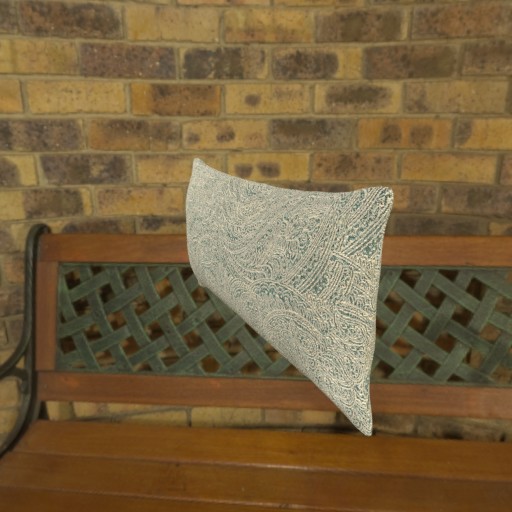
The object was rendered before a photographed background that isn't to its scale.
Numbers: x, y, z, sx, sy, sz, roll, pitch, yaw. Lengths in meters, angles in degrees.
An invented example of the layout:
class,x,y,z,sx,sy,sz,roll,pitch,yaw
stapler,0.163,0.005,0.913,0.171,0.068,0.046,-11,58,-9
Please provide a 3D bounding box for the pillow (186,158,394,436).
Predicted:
class,x,y,z,sx,sy,sz,roll,pitch,yaw
pillow,0.000,0.000,0.745,0.151,0.295,0.615,-7,17,-25
